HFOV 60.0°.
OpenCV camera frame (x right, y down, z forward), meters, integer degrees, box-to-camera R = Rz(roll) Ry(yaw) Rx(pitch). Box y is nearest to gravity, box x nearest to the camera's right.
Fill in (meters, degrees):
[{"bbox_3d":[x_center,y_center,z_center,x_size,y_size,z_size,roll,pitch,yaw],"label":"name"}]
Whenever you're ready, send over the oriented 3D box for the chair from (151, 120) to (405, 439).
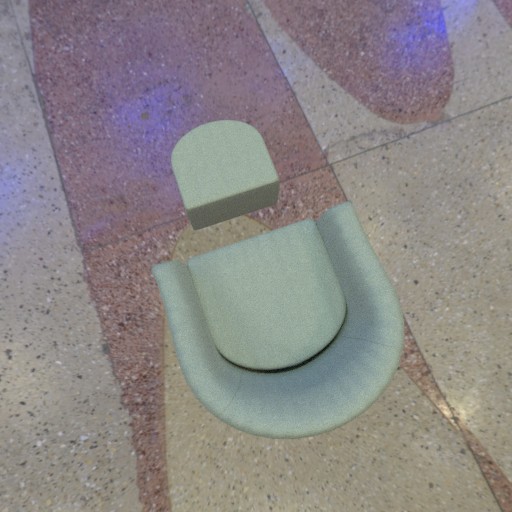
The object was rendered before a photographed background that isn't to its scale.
[{"bbox_3d":[0.000,0.000,1.745,0.756,0.757,1.288,-19,75,-5],"label":"chair"}]
